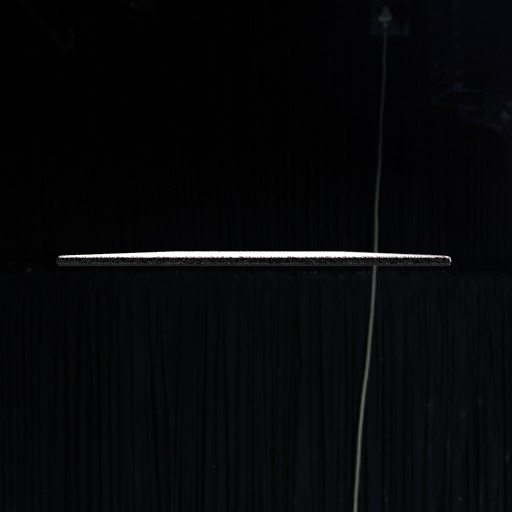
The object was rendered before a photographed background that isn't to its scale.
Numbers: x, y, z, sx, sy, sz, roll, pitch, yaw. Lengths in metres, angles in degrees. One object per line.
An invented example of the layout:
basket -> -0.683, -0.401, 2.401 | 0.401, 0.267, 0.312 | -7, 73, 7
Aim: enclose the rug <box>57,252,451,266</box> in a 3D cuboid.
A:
rug -> 0.000, 0.000, 2.245 | 1.219, 0.030, 1.778 | 0, 1, 1
